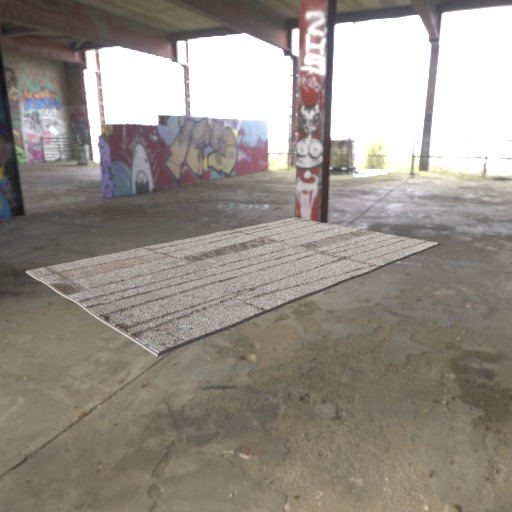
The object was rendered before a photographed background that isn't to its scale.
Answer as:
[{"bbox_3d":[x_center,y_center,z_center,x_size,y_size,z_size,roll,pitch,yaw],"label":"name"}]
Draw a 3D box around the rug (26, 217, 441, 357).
[{"bbox_3d":[0.000,0.000,1.054,0.867,0.007,0.515,-15,21,-42],"label":"rug"}]
